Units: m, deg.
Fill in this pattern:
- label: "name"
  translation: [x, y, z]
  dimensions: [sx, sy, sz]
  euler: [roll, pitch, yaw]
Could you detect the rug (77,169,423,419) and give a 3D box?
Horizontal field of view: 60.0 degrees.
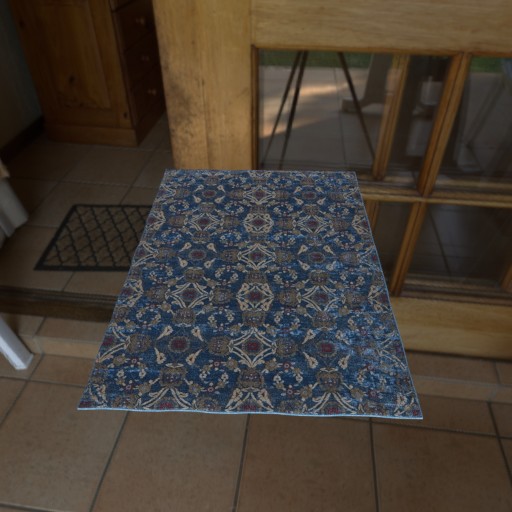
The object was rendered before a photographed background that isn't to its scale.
- label: "rug"
  translation: [0.000, 0.000, 2.844]
  dimensions: [1.567, 0.014, 2.207]
  euler: [1, 40, 1]
